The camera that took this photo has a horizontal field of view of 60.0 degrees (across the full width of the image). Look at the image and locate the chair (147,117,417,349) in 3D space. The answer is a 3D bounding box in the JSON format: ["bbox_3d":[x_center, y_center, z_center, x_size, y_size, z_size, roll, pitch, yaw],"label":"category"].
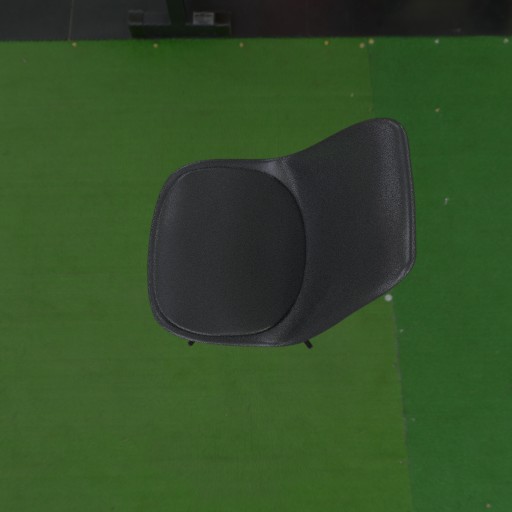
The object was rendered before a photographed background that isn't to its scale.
[{"bbox_3d":[0.000,0.000,1.125,0.525,0.850,0.461,1,75,0],"label":"chair"}]
